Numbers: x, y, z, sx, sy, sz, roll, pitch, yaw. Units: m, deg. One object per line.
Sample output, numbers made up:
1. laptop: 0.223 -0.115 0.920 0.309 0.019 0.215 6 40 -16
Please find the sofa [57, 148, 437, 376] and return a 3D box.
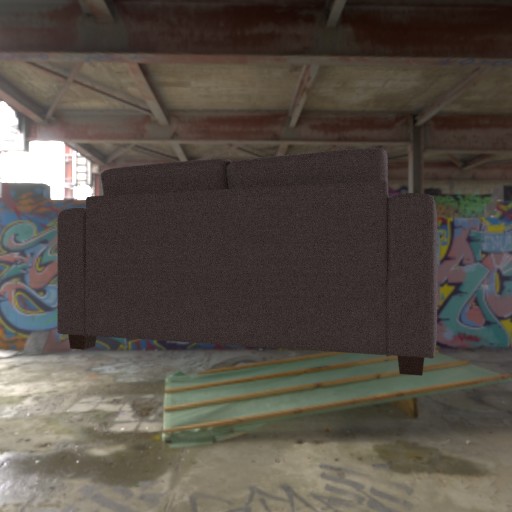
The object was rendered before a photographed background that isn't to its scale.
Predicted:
1. sofa: 0.000 0.000 2.070 1.520 0.800 0.900 0 0 18
